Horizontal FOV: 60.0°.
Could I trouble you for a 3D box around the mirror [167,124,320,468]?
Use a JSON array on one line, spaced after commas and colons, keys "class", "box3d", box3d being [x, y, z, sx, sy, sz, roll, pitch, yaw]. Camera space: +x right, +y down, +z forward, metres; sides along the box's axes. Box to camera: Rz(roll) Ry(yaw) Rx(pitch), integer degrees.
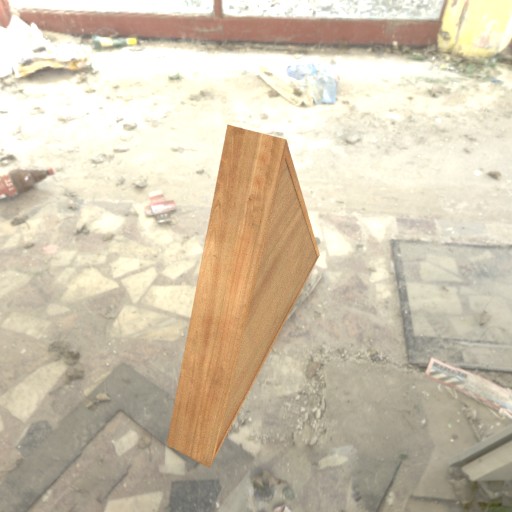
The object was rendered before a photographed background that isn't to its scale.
[{"class": "mirror", "box3d": [0.000, 0.000, 0.871, 0.100, 0.548, 0.631, 19, 49, 17]}]
